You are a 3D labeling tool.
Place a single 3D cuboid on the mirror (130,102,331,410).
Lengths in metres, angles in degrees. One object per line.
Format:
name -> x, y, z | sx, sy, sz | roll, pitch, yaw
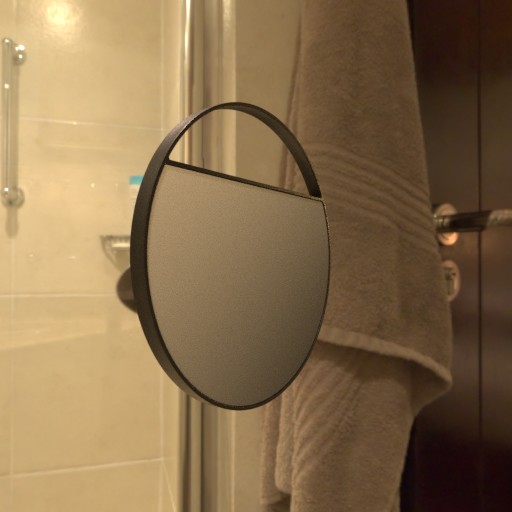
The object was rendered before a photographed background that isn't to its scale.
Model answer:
mirror -> 0.000, 0.000, 0.852 | 0.032, 0.565, 0.565 | -1, -2, 37
